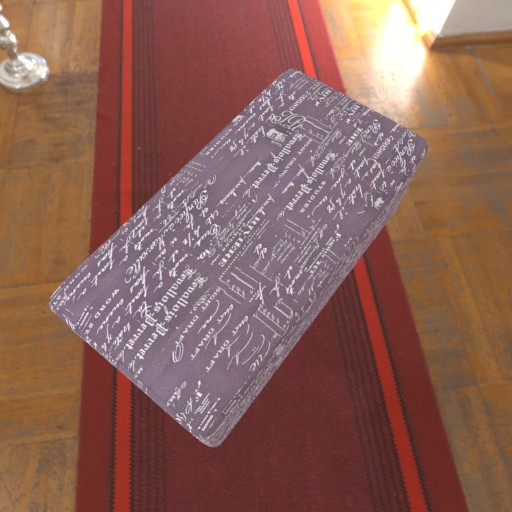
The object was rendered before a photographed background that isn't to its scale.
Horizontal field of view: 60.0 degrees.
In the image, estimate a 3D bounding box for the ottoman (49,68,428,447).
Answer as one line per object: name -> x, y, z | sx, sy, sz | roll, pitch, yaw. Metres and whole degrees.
ottoman -> 0.000, 0.000, 1.101 | 0.406, 0.457, 0.813 | 35, 69, 16
